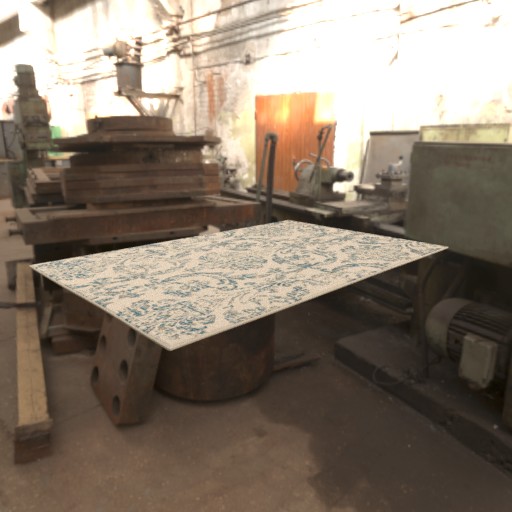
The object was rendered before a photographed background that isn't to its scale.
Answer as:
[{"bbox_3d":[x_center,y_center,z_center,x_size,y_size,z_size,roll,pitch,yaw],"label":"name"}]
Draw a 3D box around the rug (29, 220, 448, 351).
[{"bbox_3d":[0.000,0.000,2.295,1.831,0.012,1.213,-13,20,-42],"label":"rug"}]
